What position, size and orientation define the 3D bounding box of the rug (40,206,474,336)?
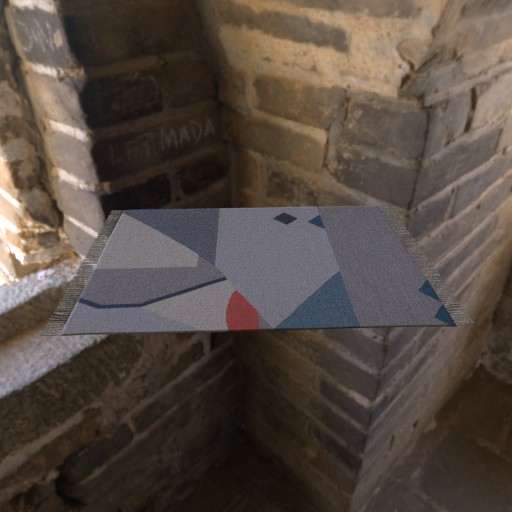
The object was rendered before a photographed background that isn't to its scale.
[{"bbox_3d":[0.000,0.000,2.374,1.828,0.005,1.220,-1,31,-2],"label":"rug"}]
